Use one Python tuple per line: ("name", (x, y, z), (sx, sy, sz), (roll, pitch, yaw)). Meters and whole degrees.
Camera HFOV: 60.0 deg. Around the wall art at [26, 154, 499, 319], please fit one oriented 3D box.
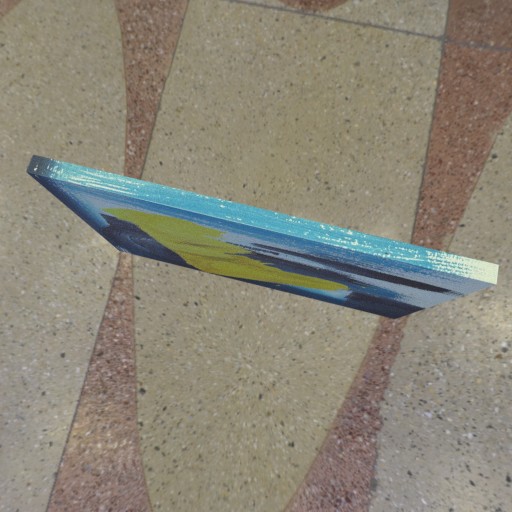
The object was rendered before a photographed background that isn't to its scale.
("wall art", (0.000, 0.000, 1.135), (0.914, 0.610, 0.039), (14, 76, 3))
